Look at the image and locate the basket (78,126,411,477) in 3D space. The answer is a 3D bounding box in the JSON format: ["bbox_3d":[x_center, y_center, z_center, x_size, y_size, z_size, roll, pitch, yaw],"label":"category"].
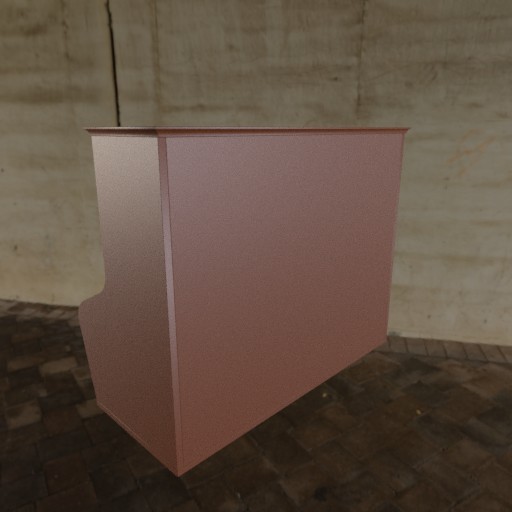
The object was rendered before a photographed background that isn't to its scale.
[{"bbox_3d":[0.000,0.000,1.120,0.376,0.625,0.792,15,22,43],"label":"basket"}]
